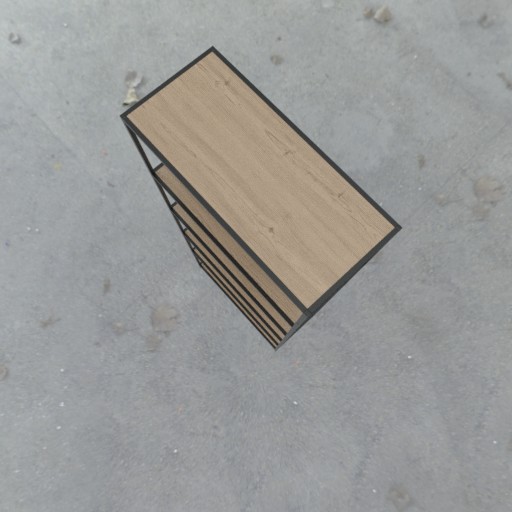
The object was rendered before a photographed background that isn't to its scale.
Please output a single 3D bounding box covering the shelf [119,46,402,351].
[{"bbox_3d":[0.000,0.000,2.109,0.350,1.850,0.770,-41,79,-10],"label":"shelf"}]
